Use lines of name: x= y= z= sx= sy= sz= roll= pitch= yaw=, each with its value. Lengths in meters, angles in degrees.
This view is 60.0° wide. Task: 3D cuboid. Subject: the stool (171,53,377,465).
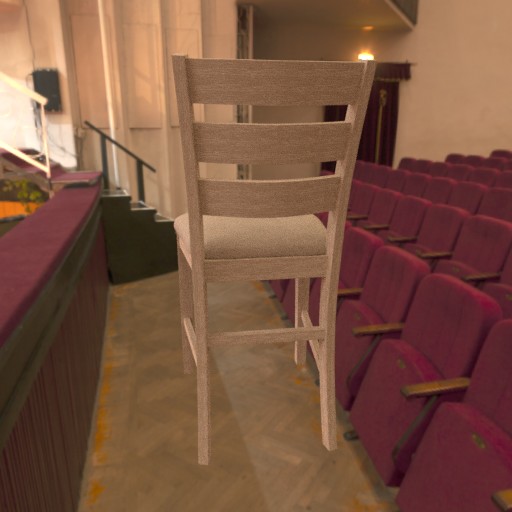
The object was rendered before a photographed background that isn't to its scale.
stool: x=0.000 y=0.000 z=1.314 sx=0.484 sy=1.032 sz=0.569 roll=-3 pitch=16 yaw=-9
